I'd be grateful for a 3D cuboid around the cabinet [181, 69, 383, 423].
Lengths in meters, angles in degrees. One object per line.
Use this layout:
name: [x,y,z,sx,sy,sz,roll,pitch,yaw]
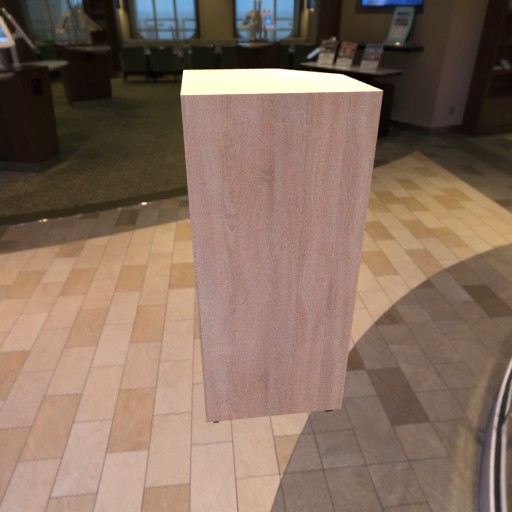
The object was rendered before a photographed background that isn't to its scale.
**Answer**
cabinet: [0.000,0.000,2.865,1.327,2.120,1.094,21,35,32]
